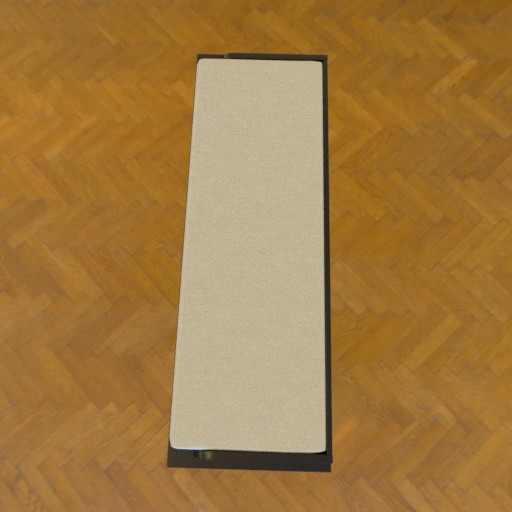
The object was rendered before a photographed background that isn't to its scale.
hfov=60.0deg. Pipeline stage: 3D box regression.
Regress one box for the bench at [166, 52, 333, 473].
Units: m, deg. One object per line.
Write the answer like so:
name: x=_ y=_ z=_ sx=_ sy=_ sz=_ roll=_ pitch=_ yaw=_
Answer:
bench: x=0.000 y=0.000 z=1.423 sx=0.402 sy=0.501 sz=1.185 roll=2 pitch=75 yaw=0
